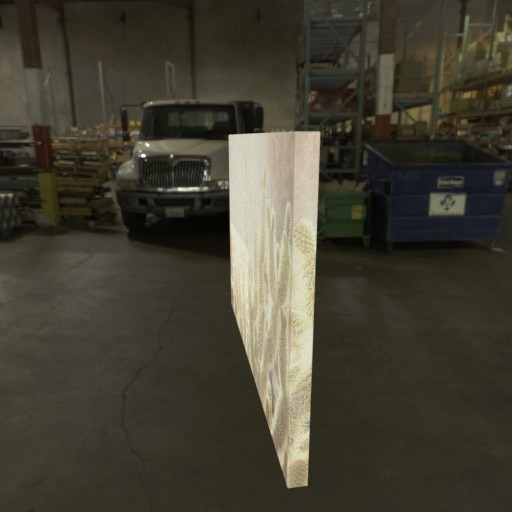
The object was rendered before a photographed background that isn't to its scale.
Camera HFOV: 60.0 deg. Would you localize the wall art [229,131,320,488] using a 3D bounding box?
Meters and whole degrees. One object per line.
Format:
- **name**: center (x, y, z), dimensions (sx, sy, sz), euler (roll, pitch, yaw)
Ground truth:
- **wall art**: center (0.000, 0.000, 1.144), dimensions (0.040, 0.608, 0.916), euler (-2, 15, -9)
